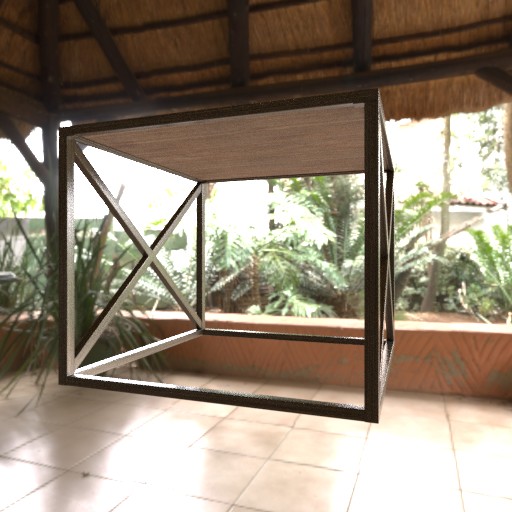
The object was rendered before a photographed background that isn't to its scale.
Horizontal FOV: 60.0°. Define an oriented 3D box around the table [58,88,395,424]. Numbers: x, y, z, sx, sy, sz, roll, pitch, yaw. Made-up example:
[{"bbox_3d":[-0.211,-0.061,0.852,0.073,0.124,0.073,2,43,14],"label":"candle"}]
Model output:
[{"bbox_3d":[0.000,0.000,1.057,0.609,0.507,0.611,0,0,19],"label":"table"}]
